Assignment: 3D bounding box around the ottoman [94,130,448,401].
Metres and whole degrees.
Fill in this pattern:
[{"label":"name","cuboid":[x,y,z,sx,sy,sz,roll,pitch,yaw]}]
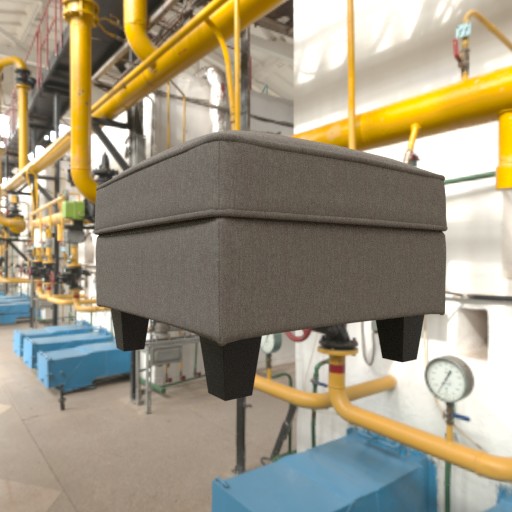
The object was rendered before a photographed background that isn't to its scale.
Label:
[{"label":"ottoman","cuboid":[0.000,0.000,1.399,0.808,0.612,0.871,0,-1,-36]}]
